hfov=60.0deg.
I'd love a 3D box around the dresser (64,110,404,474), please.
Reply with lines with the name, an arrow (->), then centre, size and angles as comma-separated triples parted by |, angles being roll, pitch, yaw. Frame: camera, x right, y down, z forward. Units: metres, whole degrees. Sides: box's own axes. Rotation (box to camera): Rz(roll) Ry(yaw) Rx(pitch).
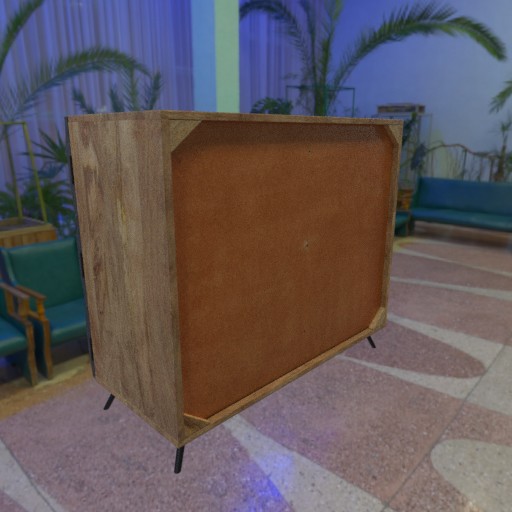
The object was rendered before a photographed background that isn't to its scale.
dresser -> 0.000, 0.000, 1.425 | 0.446, 0.847, 0.967 | 15, 21, 43
